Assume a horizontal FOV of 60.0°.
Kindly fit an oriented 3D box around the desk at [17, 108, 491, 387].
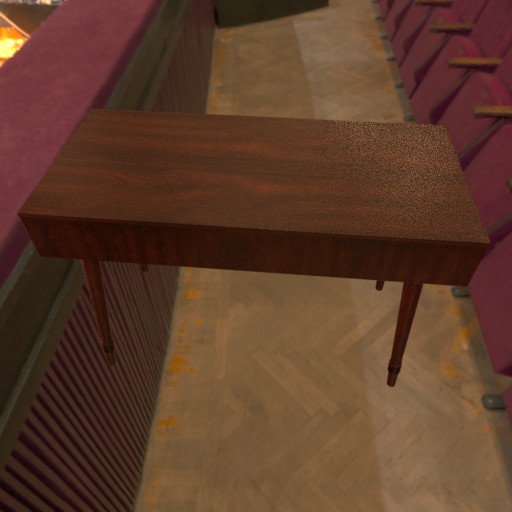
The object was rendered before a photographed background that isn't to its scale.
[{"bbox_3d":[0.000,0.000,2.090,1.577,1.031,0.734,4,46,4],"label":"desk"}]
